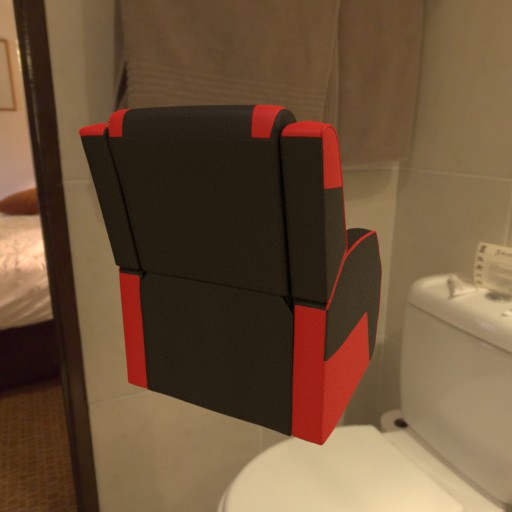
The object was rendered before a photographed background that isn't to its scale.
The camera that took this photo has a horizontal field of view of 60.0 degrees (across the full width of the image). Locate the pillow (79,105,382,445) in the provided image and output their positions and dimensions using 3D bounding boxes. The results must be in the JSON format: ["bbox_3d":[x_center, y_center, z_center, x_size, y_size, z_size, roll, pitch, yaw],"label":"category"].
[{"bbox_3d":[0.000,0.000,1.294,0.620,0.805,0.672,8,18,26],"label":"pillow"}]
